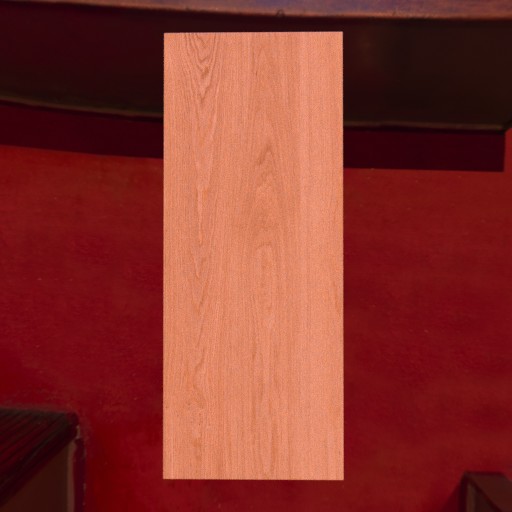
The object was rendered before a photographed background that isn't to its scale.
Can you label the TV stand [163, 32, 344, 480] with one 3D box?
[{"bbox_3d":[0.000,0.000,1.343,0.440,0.550,1.080,0,89,1],"label":"TV stand"}]
